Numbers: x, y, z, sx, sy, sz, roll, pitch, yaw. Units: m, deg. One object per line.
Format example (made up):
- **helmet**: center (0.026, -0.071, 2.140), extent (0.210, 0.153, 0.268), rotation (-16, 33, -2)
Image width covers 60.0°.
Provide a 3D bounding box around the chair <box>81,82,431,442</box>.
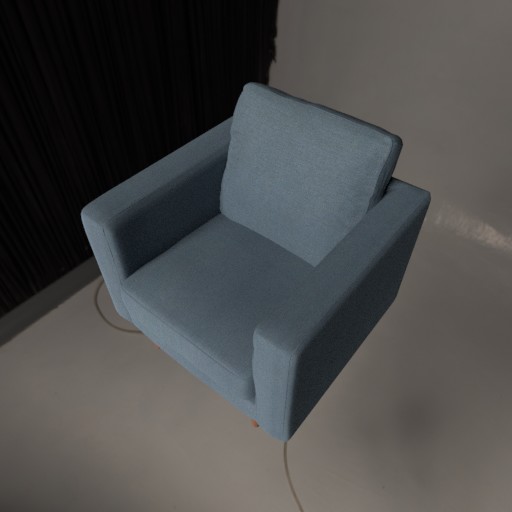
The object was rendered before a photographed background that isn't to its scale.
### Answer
- **chair**: center (0.000, 0.000, 1.583), extent (0.855, 0.922, 0.820), rotation (30, 53, 26)
